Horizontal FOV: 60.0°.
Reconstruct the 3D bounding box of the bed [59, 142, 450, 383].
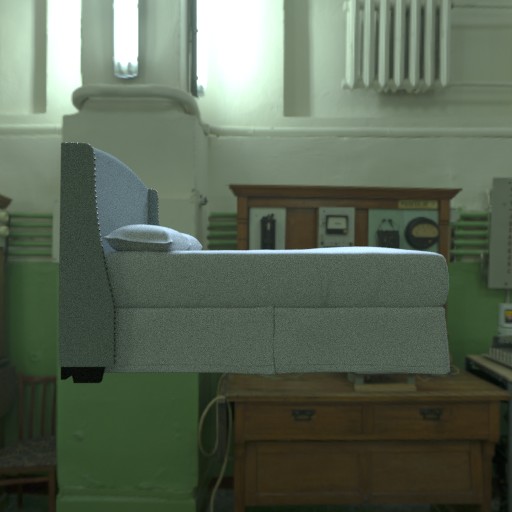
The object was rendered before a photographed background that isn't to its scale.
[{"bbox_3d":[0.000,0.000,3.295,2.237,1.407,1.710,0,0,-1],"label":"bed"}]
